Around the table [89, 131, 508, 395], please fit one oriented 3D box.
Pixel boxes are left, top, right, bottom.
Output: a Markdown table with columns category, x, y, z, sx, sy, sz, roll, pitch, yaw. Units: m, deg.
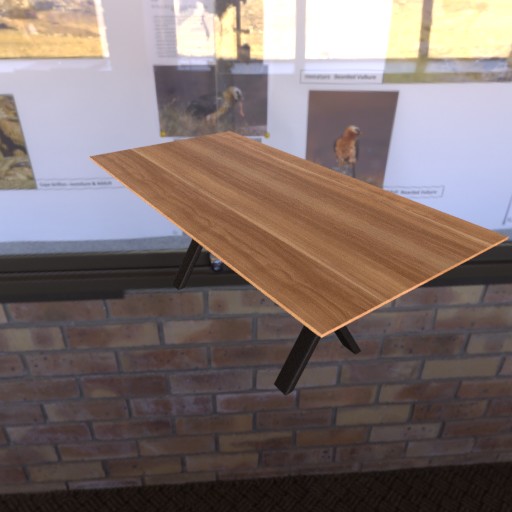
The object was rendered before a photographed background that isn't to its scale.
| category | x | y | z | sx | sy | sz | roll | pitch | yaw |
| --- | --- | --- | --- | --- | --- | --- | --- | --- | --- |
| table | 0.000 | 0.000 | 2.379 | 1.000 | 0.770 | 2.000 | -20 | 36 | -31 |
